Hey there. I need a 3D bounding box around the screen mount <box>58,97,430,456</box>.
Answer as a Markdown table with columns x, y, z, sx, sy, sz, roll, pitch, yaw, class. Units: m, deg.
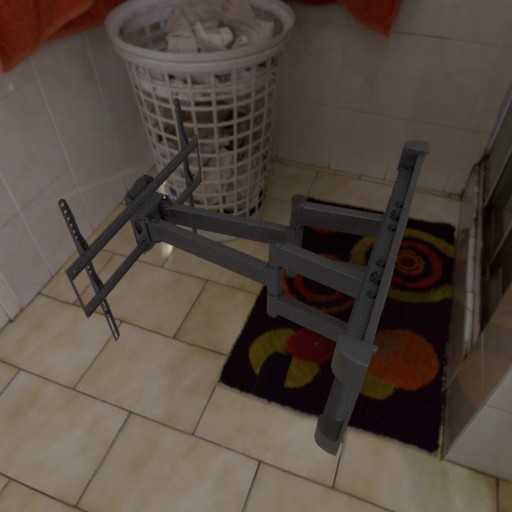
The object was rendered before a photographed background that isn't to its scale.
| x | y | z | sx | sy | sz | roll | pitch | yaw | class |
| --- | --- | --- | --- | --- | --- | --- | --- | --- | --- |
| 0.000 | 0.000 | 0.945 | 0.556 | 0.424 | 0.571 | 17 | 49 | 15 | screen mount |
